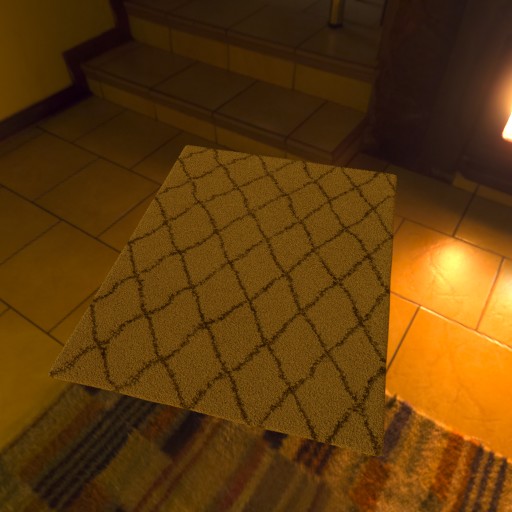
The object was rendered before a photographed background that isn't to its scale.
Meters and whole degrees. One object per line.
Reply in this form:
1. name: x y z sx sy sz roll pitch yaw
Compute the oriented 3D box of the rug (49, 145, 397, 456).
1. rug: 0.000 0.000 4.070 2.438 0.029 3.047 10 49 9
